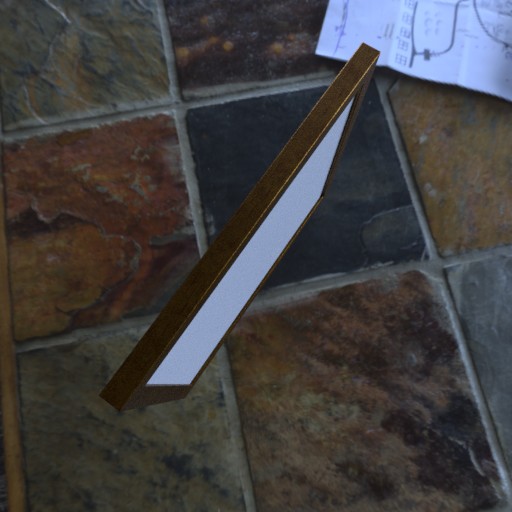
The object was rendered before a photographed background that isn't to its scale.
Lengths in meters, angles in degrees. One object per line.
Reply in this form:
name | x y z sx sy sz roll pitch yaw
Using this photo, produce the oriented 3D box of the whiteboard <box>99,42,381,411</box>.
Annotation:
whiteboard | 0.000 0.000 0.761 0.029 0.457 0.561 33 77 9
